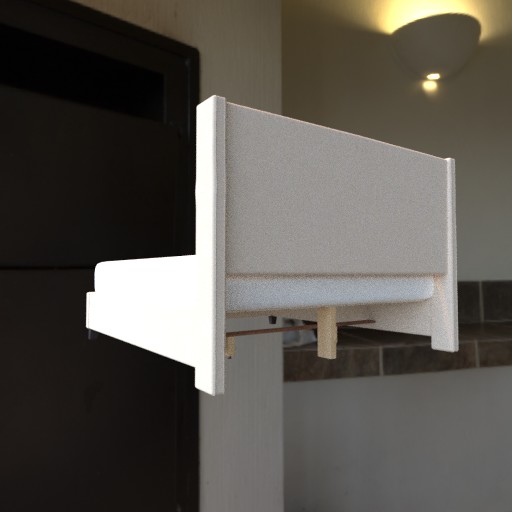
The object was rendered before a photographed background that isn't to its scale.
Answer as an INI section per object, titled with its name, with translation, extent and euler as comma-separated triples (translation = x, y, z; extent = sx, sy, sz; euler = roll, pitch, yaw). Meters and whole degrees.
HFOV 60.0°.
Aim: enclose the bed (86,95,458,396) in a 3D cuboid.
[bed]
translation = 0.000, 0.000, 3.695
extent = 2.145, 1.471, 2.293
euler = 2, -3, -35
